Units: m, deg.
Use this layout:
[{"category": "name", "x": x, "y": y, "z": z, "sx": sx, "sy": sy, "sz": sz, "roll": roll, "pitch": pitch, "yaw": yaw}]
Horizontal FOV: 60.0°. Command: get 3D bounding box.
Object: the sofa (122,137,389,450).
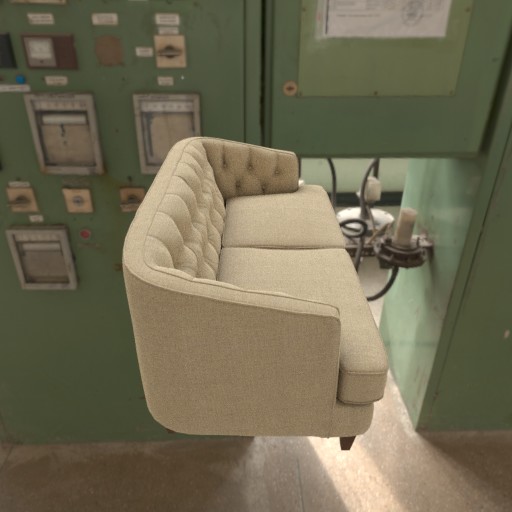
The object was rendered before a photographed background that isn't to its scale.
[{"category": "sofa", "x": 0.000, "y": 0.000, "z": 2.247, "sx": 0.941, "sy": 0.855, "sz": 1.733, "roll": 0, "pitch": 30, "yaw": 0}]
